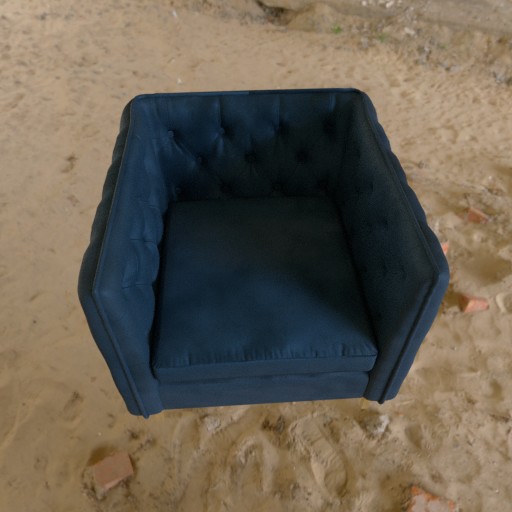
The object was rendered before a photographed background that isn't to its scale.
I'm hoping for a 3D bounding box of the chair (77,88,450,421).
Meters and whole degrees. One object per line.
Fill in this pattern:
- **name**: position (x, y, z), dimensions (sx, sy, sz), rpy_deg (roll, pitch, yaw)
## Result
- **chair**: position (0.000, 0.000, 1.496), dimensions (0.868, 0.771, 0.877), rpy_deg (-3, 46, -3)
